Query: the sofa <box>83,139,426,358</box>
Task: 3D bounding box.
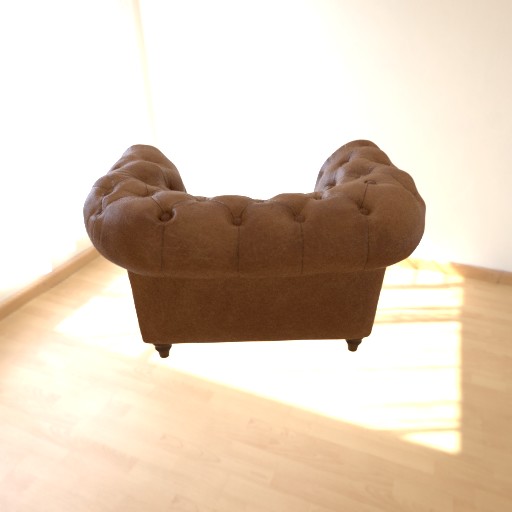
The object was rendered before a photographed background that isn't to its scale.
[{"bbox_3d":[0.000,0.000,2.080,1.405,0.878,1.033,-1,28,-3],"label":"sofa"}]
